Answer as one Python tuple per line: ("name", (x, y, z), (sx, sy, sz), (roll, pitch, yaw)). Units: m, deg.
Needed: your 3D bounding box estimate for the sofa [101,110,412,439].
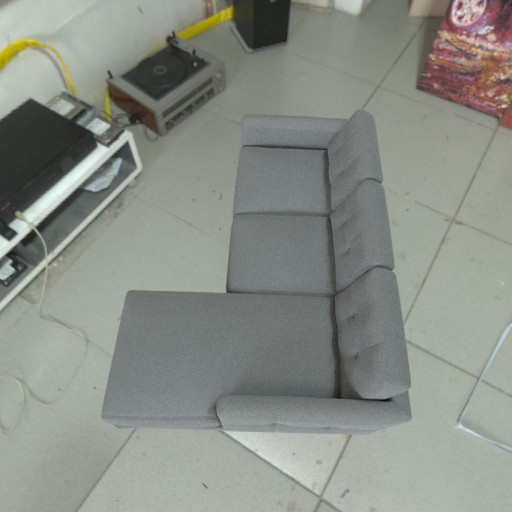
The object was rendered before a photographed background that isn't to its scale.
("sofa", (0.000, 0.000, 2.761), (1.530, 0.860, 2.040), (2, 59, 1))
